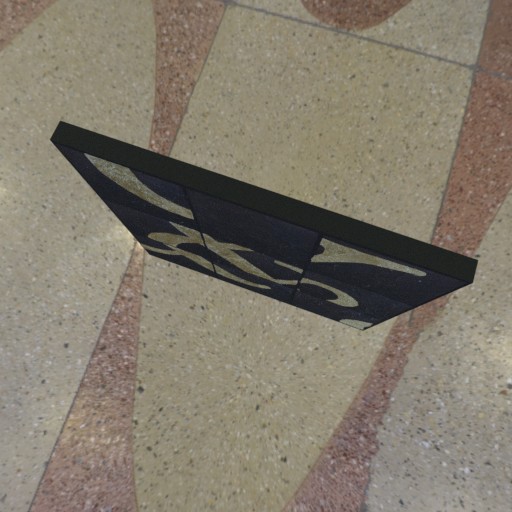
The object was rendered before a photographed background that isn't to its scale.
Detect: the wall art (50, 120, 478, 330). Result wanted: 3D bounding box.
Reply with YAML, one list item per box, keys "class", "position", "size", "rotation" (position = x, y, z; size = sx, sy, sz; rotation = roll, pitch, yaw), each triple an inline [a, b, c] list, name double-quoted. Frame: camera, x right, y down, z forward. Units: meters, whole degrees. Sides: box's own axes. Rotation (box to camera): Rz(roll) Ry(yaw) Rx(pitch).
- class: "wall art"
  position: [0.000, 0.000, 1.118]
  size: [0.758, 0.758, 0.044]
  rotation: [19, 76, 5]
